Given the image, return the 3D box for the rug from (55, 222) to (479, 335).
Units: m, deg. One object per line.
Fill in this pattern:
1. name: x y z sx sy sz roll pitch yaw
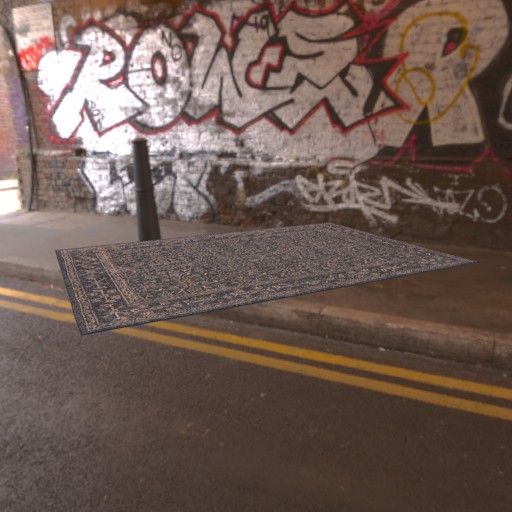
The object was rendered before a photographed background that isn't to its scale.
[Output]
1. rug: 0.000 0.000 2.265 1.819 0.005 1.200 -7 16 -26
